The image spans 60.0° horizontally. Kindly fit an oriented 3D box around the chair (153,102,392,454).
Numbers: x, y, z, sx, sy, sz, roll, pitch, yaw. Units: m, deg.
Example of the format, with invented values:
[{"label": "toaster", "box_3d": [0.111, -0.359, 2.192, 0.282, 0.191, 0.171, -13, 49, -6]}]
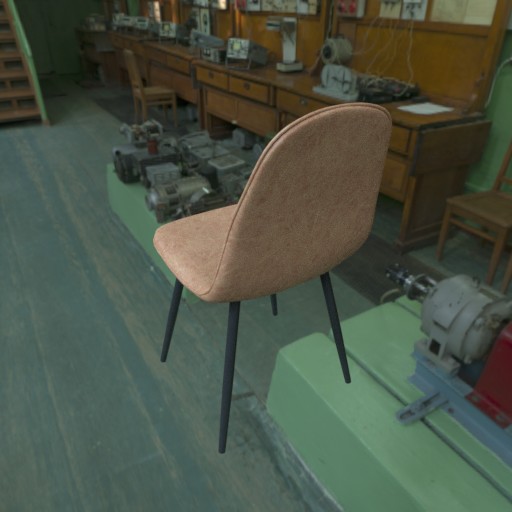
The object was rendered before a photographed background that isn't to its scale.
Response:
[{"label": "chair", "box_3d": [0.000, 0.000, 1.193, 0.472, 0.889, 0.561, -18, 36, -28]}]
